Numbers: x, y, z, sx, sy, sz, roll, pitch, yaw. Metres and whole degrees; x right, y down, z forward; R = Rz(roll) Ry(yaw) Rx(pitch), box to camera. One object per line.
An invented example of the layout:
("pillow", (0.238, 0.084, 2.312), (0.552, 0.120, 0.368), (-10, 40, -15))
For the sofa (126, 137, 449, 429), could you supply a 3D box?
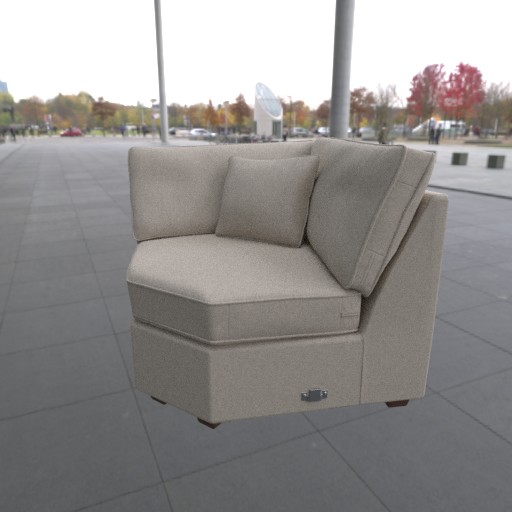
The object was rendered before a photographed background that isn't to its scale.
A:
("sofa", (0.000, 0.000, 1.834), (1.050, 0.937, 1.042), (-3, 16, -9))
